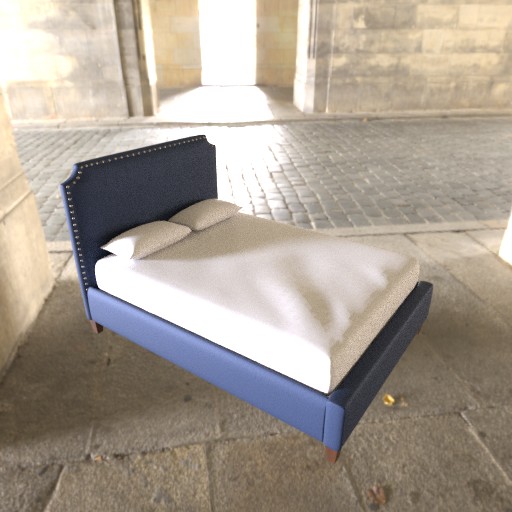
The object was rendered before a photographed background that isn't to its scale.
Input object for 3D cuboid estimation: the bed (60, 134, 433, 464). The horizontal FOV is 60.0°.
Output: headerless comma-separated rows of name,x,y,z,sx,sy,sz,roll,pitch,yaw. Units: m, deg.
bed,0.000,0.000,3.498,2.372,1.443,1.712,17,31,31
